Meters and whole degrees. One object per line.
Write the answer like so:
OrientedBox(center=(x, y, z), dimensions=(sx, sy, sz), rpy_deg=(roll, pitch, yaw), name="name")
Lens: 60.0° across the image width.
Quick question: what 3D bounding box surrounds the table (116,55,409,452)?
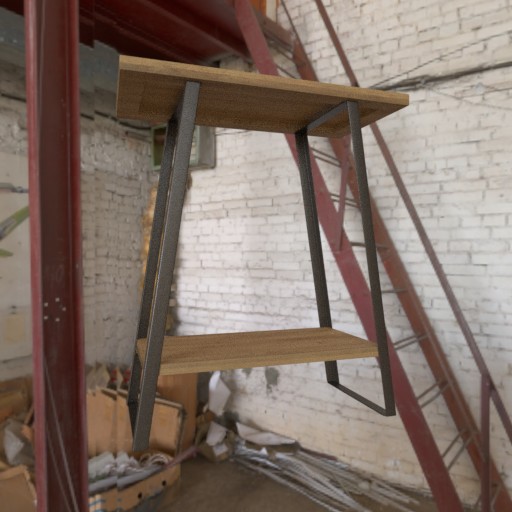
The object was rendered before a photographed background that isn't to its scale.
OrientedBox(center=(0.000, 0.000, 1.007), dimensions=(0.599, 0.701, 0.300), rpy_deg=(0, 1, -19), name="table")
